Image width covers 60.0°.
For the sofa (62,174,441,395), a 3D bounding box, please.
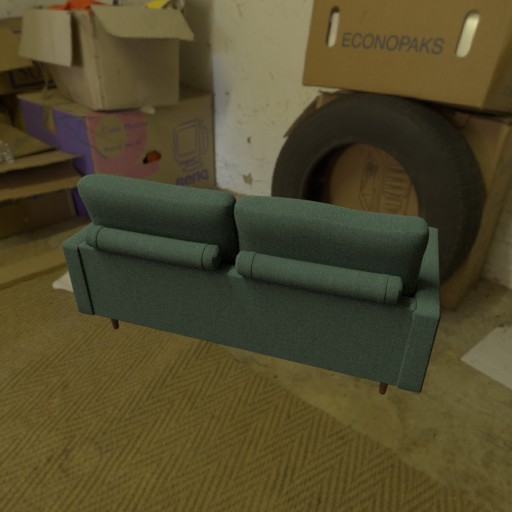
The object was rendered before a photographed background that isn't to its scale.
[{"bbox_3d":[0.000,0.000,2.635,2.010,1.050,0.966,10,32,16],"label":"sofa"}]
